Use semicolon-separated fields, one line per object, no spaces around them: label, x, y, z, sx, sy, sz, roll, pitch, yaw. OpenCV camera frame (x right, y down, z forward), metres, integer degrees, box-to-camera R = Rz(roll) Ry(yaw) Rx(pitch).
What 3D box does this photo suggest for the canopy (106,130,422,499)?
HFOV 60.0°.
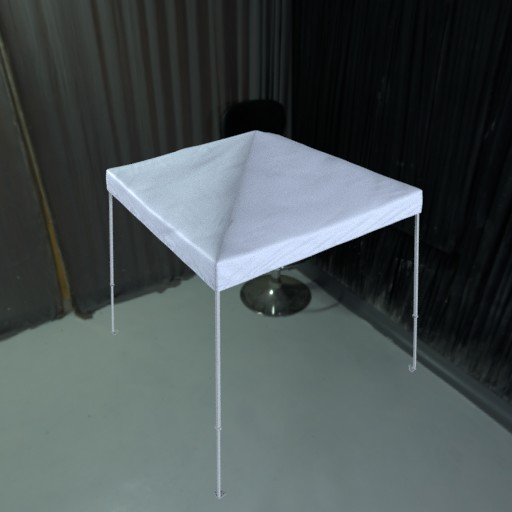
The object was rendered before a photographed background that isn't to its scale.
canopy;0.000;0.000;6.377;3.600;3.600;3.599;-20;37;-29
